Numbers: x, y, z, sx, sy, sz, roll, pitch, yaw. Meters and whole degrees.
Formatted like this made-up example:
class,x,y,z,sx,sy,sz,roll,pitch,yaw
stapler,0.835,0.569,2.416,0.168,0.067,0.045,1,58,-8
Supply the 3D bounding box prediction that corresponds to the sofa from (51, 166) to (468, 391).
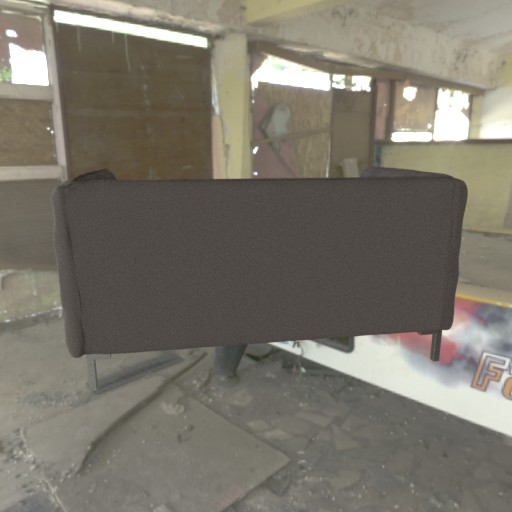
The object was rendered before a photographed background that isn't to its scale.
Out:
class,x,y,z,sx,sy,sz,roll,pitch,yaw
sofa,0.000,0.000,2.117,1.583,0.810,0.909,-2,14,-9
